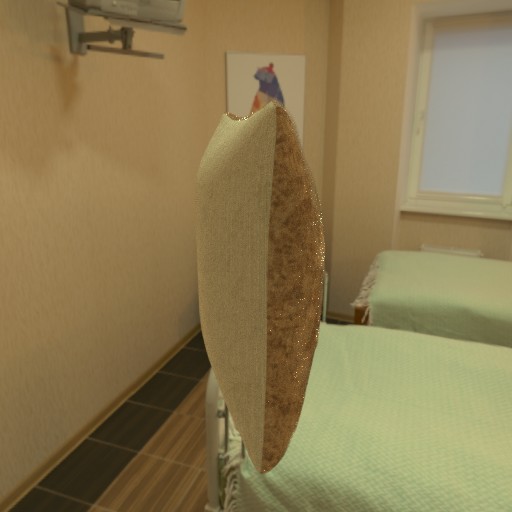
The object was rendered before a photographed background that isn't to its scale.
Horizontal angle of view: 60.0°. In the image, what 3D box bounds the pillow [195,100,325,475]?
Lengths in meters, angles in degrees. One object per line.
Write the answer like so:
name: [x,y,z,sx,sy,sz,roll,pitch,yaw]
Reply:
pillow: [0.000,0.000,0.817,0.216,0.525,0.538,-3,17,-9]
